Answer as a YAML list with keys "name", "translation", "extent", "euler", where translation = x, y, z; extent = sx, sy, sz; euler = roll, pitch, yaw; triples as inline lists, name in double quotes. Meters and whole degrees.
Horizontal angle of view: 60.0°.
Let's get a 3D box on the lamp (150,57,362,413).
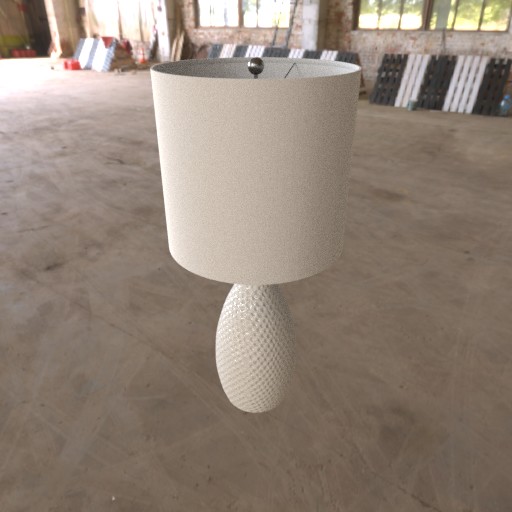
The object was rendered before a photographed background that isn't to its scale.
- name: "lamp"
  translation: [0.000, 0.000, 0.567]
  extent: [0.214, 0.466, 0.214]
  euler: [-17, 33, -29]
